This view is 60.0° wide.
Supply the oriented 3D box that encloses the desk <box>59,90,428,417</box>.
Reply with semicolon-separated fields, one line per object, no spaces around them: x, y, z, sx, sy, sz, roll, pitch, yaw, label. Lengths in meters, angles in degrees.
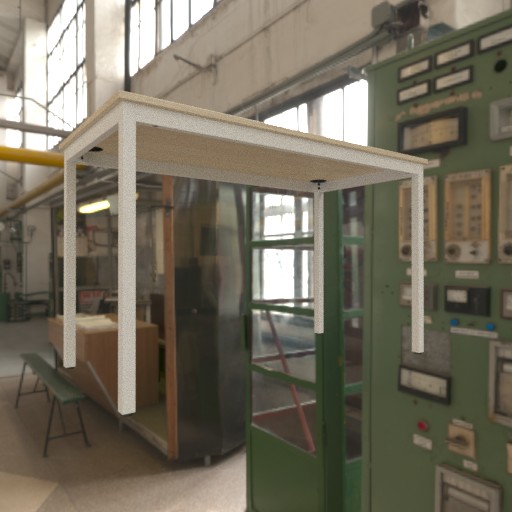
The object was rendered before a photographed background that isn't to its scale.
0.000;0.000;1.595;1.200;0.750;0.600;0;0;-36;desk
